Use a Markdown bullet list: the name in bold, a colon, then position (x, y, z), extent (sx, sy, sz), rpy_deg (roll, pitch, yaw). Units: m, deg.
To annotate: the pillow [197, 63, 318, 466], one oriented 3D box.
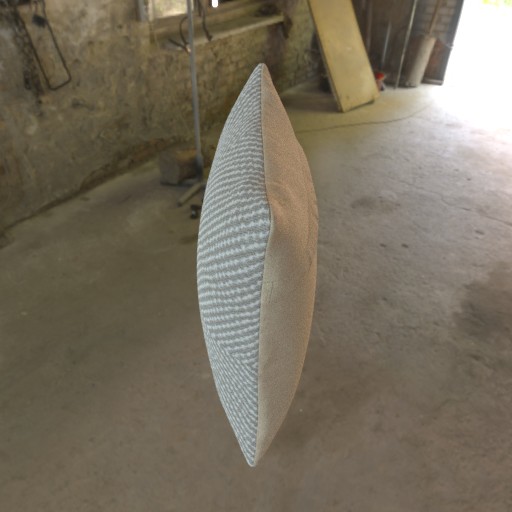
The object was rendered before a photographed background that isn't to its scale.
- **pillow**: position (0.000, 0.000, 0.700), extent (0.181, 0.458, 0.459), rpy_deg (0, 40, 0)
